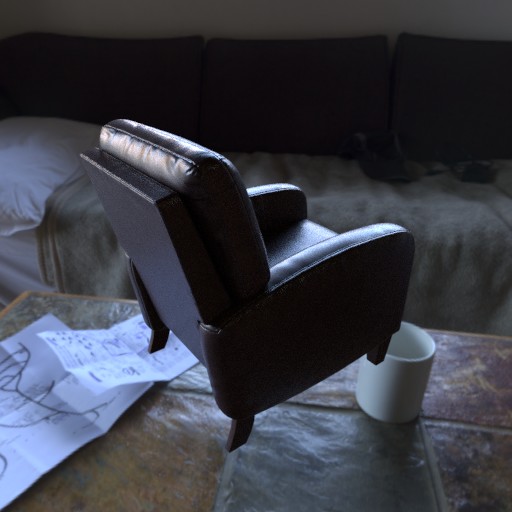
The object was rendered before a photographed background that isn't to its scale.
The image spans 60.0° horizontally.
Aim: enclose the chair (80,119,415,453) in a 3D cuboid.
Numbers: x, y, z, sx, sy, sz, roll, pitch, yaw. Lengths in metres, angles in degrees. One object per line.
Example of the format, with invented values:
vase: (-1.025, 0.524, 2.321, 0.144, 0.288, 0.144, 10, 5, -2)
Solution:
chair: (0.000, 0.000, 1.661, 0.990, 0.990, 0.762, -18, 32, -32)
